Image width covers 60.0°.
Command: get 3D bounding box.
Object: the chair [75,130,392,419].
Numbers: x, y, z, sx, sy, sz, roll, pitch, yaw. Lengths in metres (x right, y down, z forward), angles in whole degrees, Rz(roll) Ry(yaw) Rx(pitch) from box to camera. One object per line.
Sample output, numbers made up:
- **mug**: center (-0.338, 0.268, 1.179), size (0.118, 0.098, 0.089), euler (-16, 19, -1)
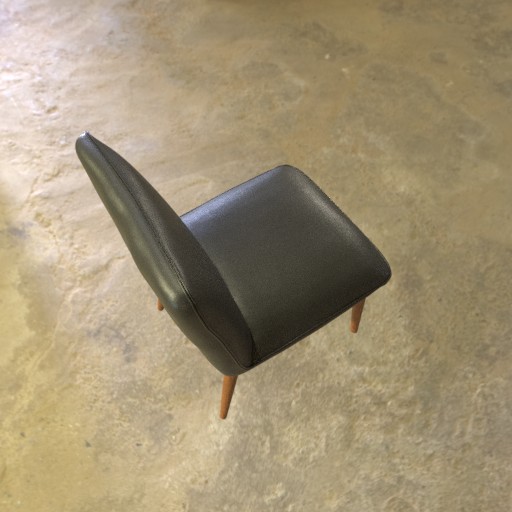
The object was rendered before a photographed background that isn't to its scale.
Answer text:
- **chair**: center (0.000, 0.000, 1.212), size (0.645, 0.801, 0.543), euler (-32, 62, -20)
